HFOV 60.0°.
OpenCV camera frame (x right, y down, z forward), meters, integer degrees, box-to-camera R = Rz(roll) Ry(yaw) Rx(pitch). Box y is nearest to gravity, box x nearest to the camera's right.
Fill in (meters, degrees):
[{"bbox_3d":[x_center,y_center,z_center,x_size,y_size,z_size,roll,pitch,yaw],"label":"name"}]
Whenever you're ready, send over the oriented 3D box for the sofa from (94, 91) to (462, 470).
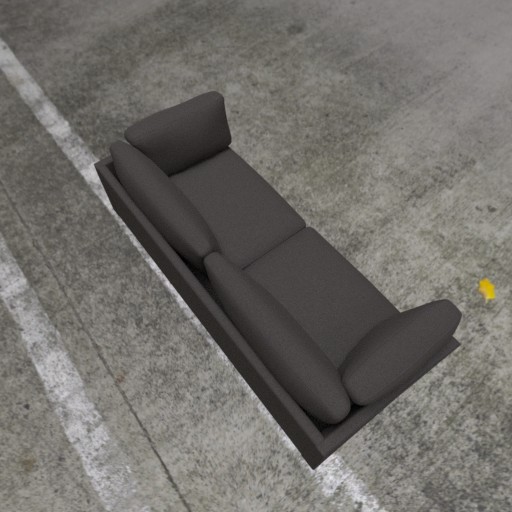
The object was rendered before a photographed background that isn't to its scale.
[{"bbox_3d":[0.000,0.000,2.768,0.969,0.792,2.312,-34,64,-19],"label":"sofa"}]
